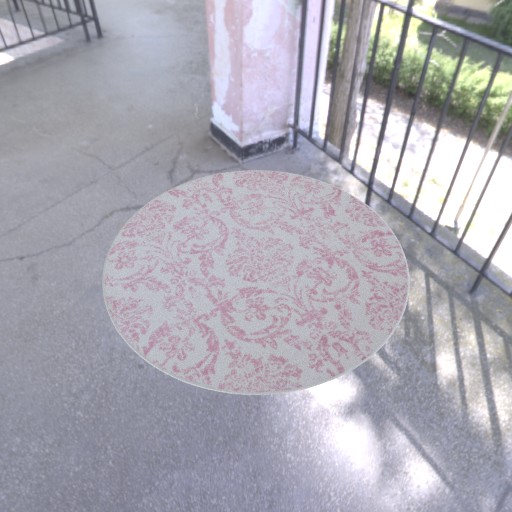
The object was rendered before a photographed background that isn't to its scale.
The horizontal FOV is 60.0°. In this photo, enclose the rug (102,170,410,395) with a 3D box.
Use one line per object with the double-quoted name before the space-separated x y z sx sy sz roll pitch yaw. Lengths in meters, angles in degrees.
"rug" 0.000 0.000 2.366 1.593 0.012 1.593 0 45 0
